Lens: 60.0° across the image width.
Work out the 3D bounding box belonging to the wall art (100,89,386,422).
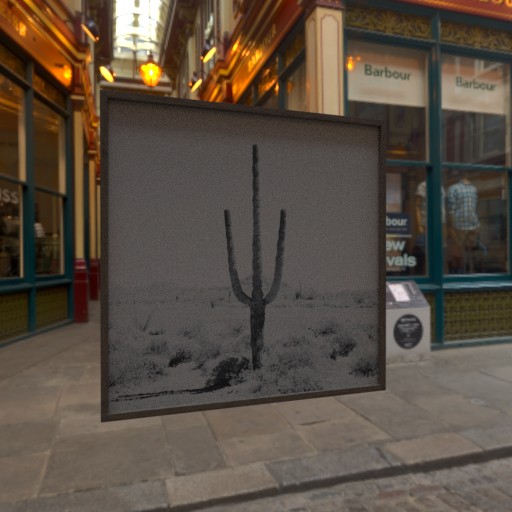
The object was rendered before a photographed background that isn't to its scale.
[{"bbox_3d":[0.000,0.000,1.151,0.762,0.762,0.038,0,0,-18],"label":"wall art"}]
